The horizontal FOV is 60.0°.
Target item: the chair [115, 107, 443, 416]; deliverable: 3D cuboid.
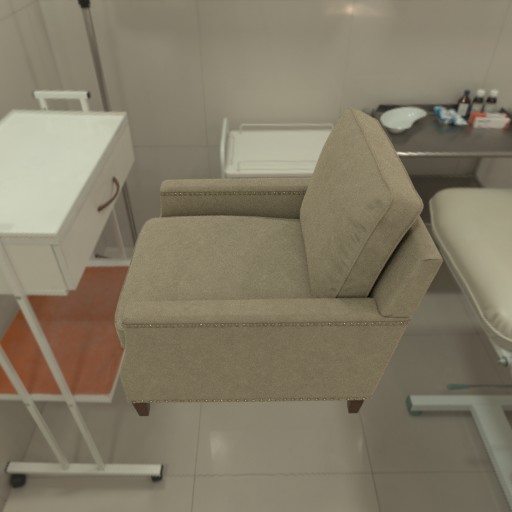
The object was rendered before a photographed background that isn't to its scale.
[{"bbox_3d":[0.000,0.000,1.729,1.014,0.943,0.853,-1,40,-1],"label":"chair"}]
